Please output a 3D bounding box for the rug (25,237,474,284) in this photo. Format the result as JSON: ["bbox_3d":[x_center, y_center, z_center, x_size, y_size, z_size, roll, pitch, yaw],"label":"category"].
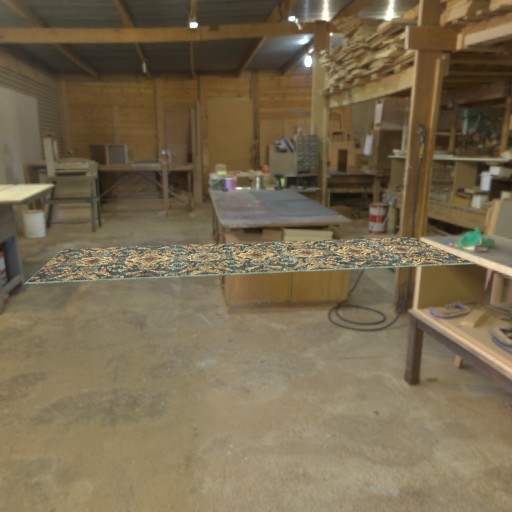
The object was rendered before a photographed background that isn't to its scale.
[{"bbox_3d":[0.000,0.000,2.565,2.292,0.014,0.685,-2,15,-9],"label":"rug"}]
